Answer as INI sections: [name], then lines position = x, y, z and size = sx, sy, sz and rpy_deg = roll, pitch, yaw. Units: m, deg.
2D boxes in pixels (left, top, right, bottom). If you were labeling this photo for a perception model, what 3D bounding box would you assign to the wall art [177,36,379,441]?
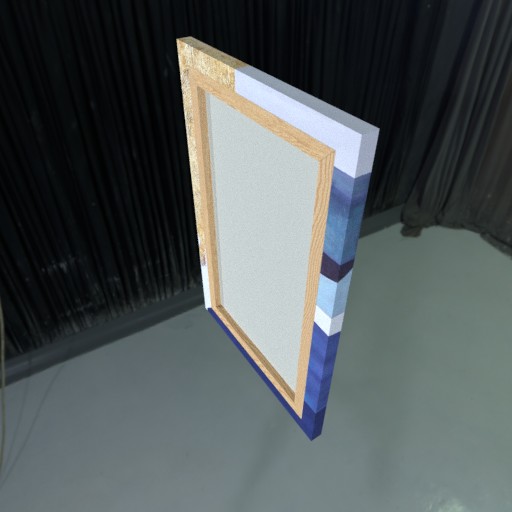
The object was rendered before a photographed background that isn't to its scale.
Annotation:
[wall art]
position = 0.000, 0.000, 1.141
size = 0.039, 0.911, 0.607
rpy_deg = -24, 46, -25
